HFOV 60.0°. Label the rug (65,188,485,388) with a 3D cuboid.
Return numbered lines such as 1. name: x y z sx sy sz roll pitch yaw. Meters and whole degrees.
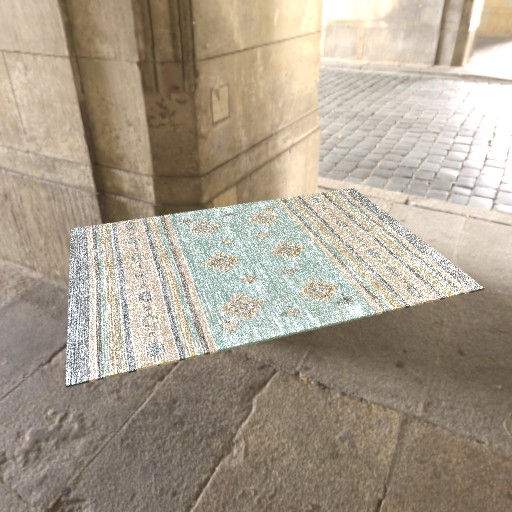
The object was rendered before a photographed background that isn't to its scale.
1. rug: 0.000 0.000 2.280 1.811 0.010 1.212 -10 33 -16
